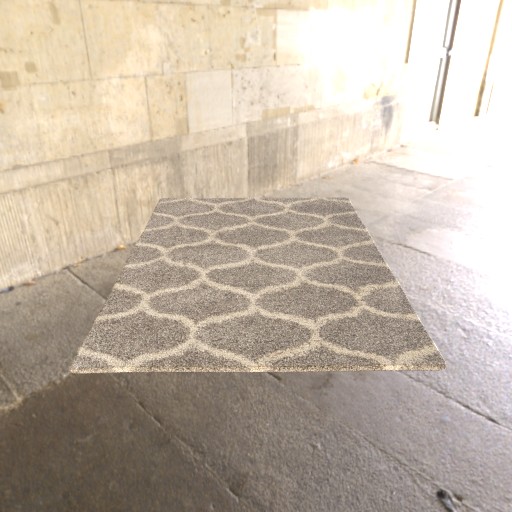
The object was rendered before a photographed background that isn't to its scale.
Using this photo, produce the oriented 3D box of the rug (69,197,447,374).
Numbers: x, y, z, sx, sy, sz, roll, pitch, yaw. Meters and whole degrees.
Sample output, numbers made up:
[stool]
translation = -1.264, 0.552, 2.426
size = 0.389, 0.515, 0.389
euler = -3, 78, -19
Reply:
[rug]
translation = 0.000, 0.000, 2.107
size = 1.200, 0.025, 1.600
euler = 0, 27, -1
